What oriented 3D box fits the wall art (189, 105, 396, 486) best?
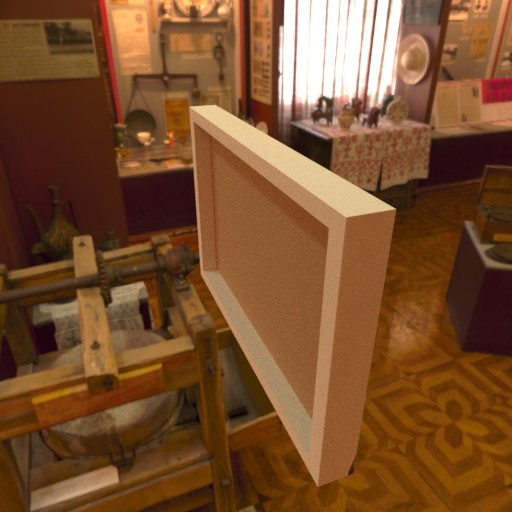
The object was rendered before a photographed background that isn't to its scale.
[{"bbox_3d":[0.000,0.000,0.485,0.039,0.254,0.384,-10,30,-18],"label":"wall art"}]
